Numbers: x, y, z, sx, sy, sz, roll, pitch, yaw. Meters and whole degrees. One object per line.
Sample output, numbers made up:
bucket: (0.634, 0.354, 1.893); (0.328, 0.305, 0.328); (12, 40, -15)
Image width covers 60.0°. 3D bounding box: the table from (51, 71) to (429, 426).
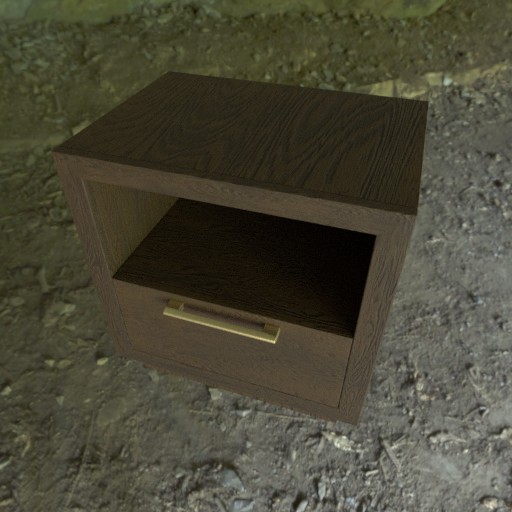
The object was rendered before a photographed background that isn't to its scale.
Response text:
table: (0.000, 0.000, 0.956); (0.560, 0.585, 0.439); (12, 42, 14)
